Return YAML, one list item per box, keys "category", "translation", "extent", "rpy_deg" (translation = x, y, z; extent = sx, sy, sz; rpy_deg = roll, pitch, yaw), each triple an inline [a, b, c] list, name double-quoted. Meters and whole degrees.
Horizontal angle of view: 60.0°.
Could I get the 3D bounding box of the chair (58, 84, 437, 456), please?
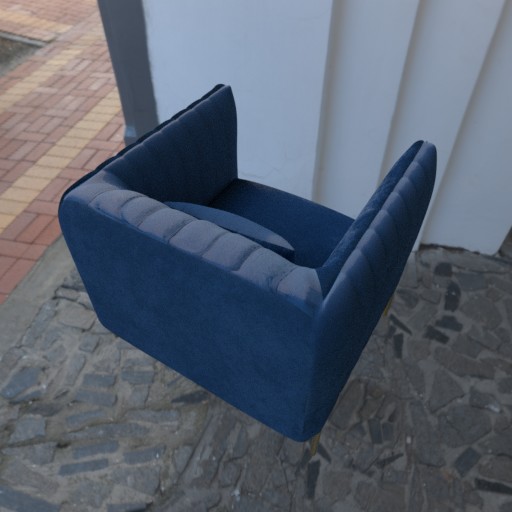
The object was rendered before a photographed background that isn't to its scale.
- category: "chair"
  translation: [0.000, 0.000, 1.601]
  extent: [0.947, 0.793, 0.877]
  rpy_deg: [24, 50, 22]
